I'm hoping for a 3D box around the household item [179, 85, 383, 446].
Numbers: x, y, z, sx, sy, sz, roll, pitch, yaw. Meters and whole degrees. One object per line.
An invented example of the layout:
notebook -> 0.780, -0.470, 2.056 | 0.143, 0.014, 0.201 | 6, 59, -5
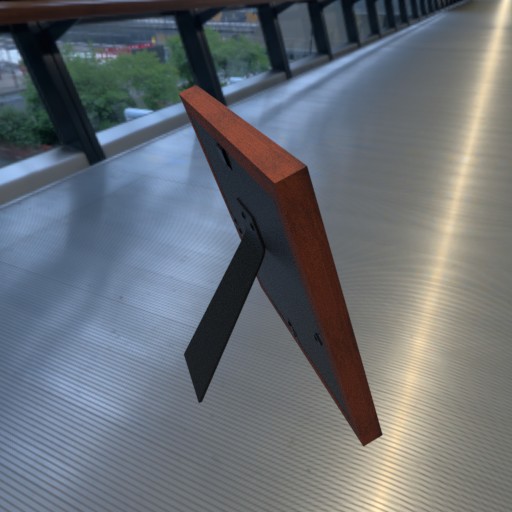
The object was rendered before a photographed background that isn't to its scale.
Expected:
household item -> 0.000, 0.000, 0.377 | 0.131, 0.240, 0.240 | -10, 32, -17
